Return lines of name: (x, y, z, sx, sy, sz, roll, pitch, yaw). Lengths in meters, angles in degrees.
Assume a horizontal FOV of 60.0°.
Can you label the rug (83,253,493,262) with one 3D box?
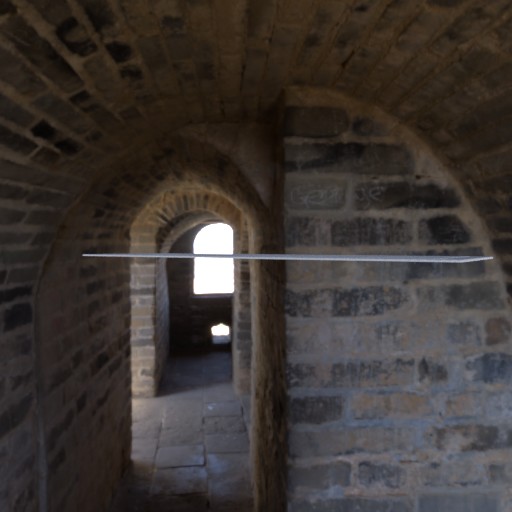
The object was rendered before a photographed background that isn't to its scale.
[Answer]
rug: (0.000, 0.000, 2.659, 2.430, 0.012, 0.759, 1, 1, 36)
